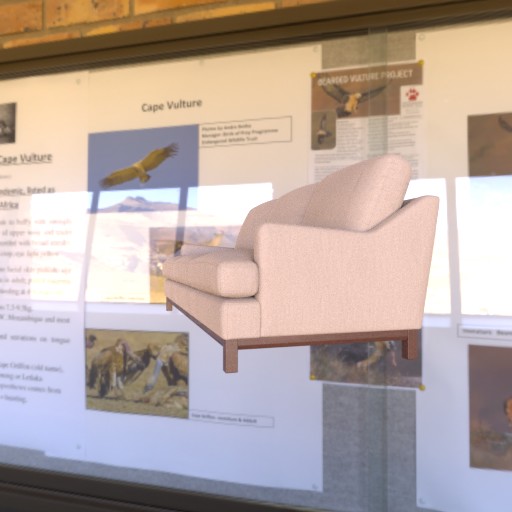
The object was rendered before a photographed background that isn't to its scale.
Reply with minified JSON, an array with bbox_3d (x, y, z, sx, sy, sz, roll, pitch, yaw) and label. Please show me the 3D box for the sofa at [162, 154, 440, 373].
[{"bbox_3d":[0.000,0.000,2.881,1.000,0.913,2.321,0,-1,-17],"label":"sofa"}]
